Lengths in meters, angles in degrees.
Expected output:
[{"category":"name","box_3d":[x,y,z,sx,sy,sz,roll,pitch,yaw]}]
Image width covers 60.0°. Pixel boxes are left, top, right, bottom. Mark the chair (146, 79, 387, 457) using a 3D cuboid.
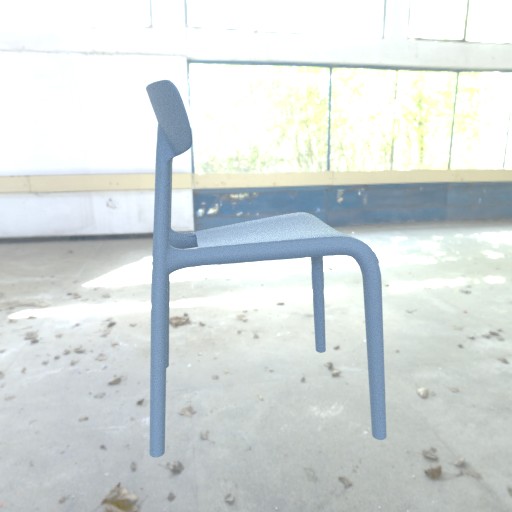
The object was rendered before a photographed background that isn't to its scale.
[{"category":"chair","box_3d":[0.000,0.000,0.826,0.401,0.580,0.356,-2,14,-9]}]
